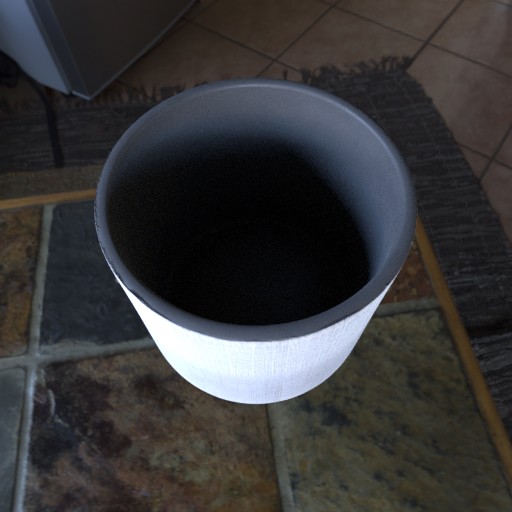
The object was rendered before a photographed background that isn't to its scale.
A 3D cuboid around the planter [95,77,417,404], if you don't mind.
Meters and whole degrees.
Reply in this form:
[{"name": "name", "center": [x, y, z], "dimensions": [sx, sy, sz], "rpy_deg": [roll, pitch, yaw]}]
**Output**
[{"name": "planter", "center": [0.000, 0.000, 0.387], "dimensions": [0.221, 0.201, 0.221], "rpy_deg": [0, 62, 0]}]
